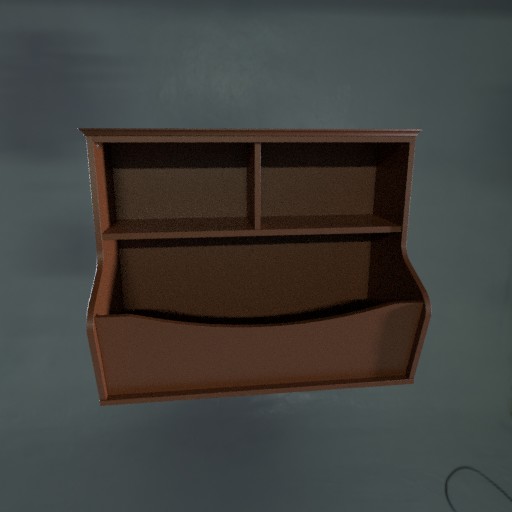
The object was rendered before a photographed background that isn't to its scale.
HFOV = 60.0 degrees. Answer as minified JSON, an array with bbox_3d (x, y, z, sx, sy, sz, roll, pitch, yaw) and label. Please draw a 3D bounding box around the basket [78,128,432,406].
[{"bbox_3d":[0.000,0.000,1.135,0.792,0.625,0.376,-2,15,-7],"label":"basket"}]
